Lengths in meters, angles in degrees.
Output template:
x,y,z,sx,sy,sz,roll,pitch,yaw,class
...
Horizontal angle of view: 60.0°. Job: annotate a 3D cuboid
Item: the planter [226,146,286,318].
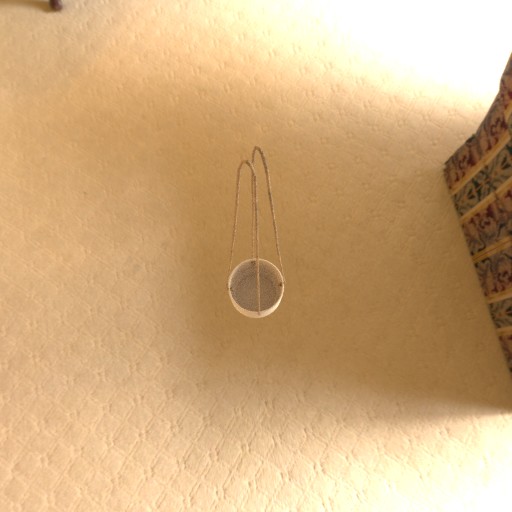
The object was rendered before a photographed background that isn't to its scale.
x,y,z,sx,sy,sz,roll,pitch,yaw,class
0.000,0.000,0.876,0.146,0.841,0.146,38,78,10,planter
